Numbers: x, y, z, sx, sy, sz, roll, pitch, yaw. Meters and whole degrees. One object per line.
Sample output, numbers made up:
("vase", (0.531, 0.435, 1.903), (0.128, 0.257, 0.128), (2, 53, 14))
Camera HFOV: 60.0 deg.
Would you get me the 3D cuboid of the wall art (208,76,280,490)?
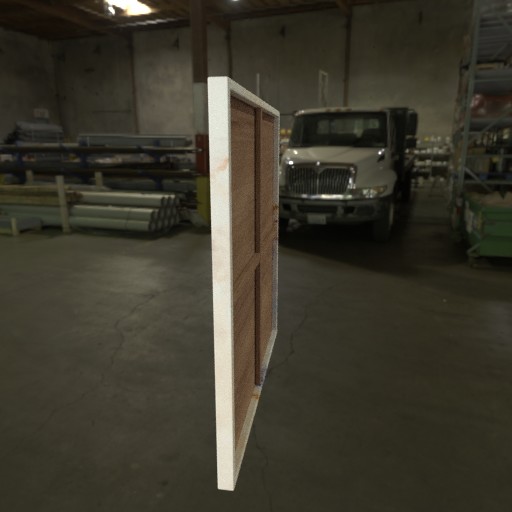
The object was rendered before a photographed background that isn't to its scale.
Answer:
("wall art", (0.000, 0.000, 1.335), (0.038, 0.889, 0.889), (2, 14, 9))
